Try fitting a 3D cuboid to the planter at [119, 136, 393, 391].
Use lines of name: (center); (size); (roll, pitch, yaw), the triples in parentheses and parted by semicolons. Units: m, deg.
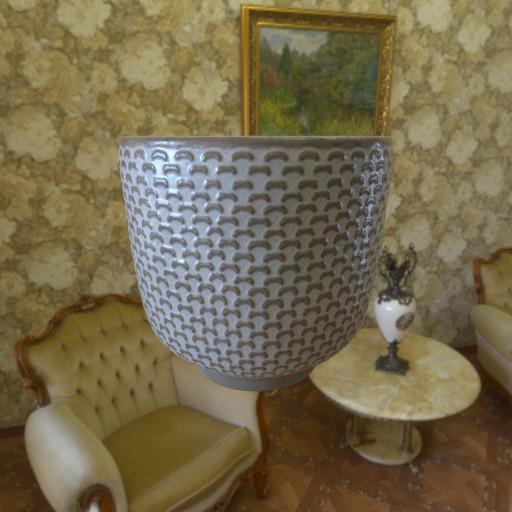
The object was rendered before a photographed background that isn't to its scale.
planter: (0.000, 0.000, 0.248); (0.139, 0.130, 0.139); (0, 15, 0)
